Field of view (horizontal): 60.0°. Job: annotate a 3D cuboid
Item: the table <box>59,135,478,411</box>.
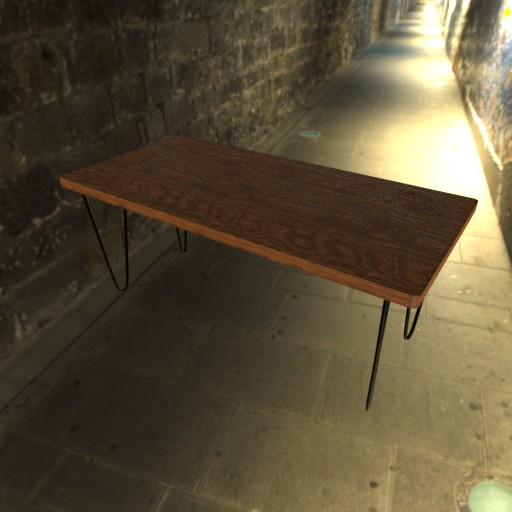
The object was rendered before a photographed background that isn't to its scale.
[{"bbox_3d":[0.000,0.000,2.272,1.791,0.753,0.883,19,36,29],"label":"table"}]
